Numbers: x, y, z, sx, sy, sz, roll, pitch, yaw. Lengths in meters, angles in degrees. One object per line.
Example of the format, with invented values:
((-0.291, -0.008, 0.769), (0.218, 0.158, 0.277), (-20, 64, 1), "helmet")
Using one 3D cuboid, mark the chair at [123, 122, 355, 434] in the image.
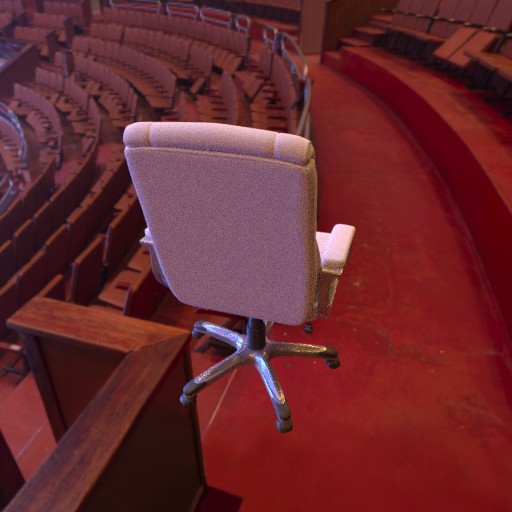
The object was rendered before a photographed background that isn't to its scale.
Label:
((0.000, 0.000, 1.606), (0.687, 1.120, 0.738), (9, 33, 15), "chair")
